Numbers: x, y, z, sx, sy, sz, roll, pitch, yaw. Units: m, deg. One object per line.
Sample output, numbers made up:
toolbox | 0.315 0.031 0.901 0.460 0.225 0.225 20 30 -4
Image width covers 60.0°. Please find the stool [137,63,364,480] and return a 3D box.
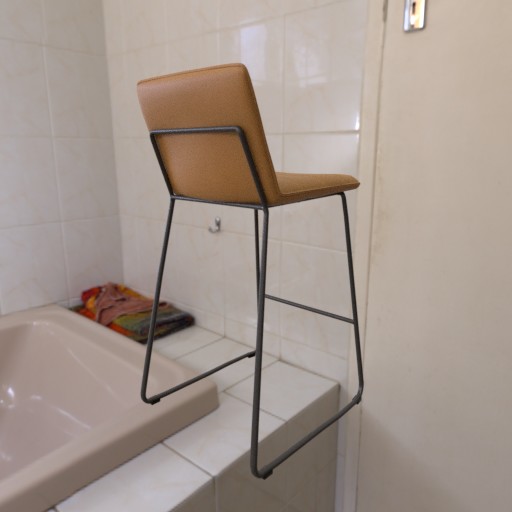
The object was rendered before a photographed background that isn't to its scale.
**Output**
stool | 0.000 0.000 1.270 0.489 0.936 0.524 12 18 42
